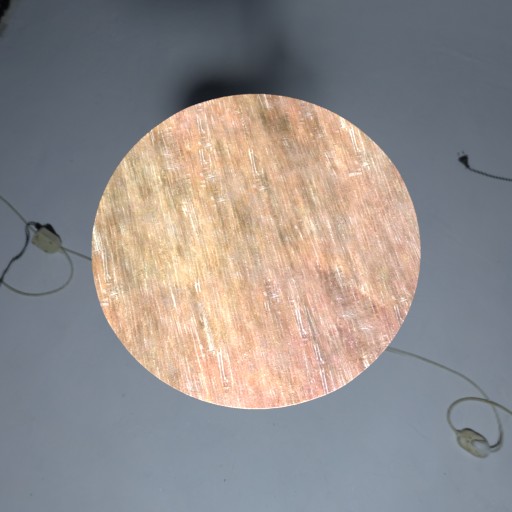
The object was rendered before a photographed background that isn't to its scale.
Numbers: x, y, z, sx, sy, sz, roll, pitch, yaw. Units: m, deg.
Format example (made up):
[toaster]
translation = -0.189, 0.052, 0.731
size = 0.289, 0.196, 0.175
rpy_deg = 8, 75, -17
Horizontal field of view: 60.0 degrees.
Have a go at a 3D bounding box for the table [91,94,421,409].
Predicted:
[table]
translation = 0.000, 0.000, 1.533
size = 0.974, 0.450, 0.974
rpy_deg = 0, 75, 0
